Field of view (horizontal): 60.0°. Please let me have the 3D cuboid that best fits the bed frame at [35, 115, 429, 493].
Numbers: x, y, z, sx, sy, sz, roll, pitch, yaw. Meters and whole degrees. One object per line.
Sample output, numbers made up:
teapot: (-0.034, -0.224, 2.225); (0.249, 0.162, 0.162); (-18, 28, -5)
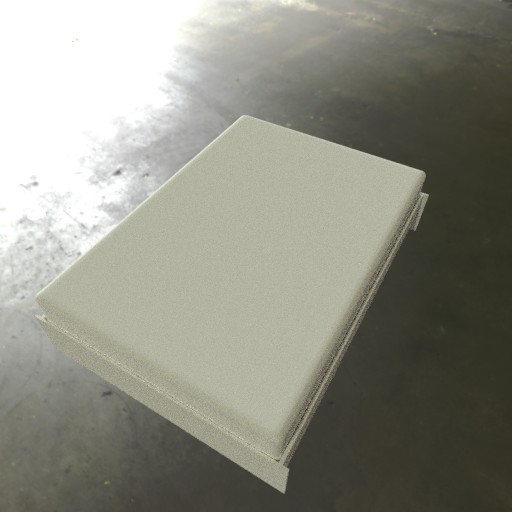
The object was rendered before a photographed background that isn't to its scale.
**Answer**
bed frame: (0.000, 0.000, 2.600); (1.445, 0.497, 1.945); (24, 52, 20)
